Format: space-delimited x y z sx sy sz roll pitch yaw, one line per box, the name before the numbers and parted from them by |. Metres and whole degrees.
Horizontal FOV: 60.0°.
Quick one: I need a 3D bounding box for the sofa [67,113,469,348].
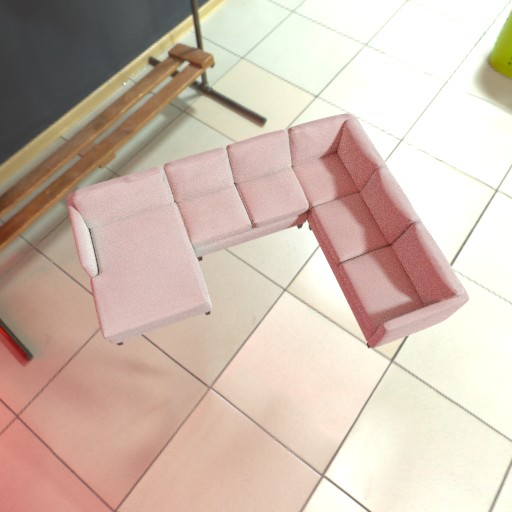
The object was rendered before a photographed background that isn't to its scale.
sofa | 0.000 0.000 4.707 3.459 0.956 2.593 -18 65 -9
